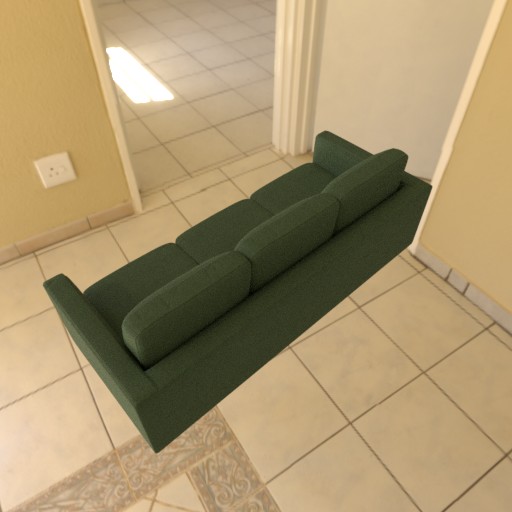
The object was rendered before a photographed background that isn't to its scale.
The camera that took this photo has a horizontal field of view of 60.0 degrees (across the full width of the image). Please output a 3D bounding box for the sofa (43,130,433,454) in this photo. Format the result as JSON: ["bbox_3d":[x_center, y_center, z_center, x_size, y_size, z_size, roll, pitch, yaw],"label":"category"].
[{"bbox_3d":[0.000,0.000,2.527,2.029,0.899,0.879,-34,55,-27],"label":"sofa"}]
